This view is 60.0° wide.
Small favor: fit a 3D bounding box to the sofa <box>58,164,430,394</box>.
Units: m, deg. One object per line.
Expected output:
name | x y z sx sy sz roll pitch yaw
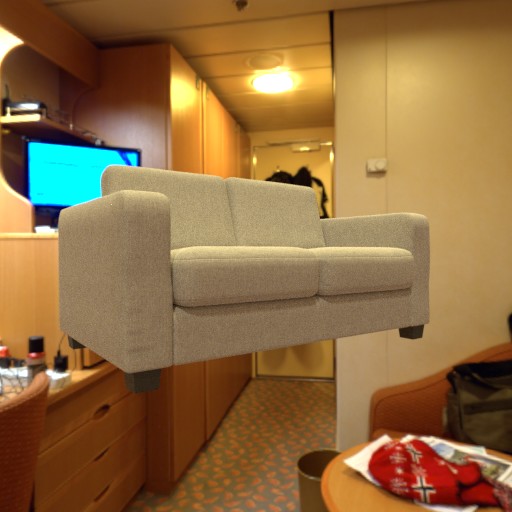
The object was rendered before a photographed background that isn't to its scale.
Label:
sofa | 0.000 0.000 2.043 1.540 0.800 0.900 -1 1 -36
